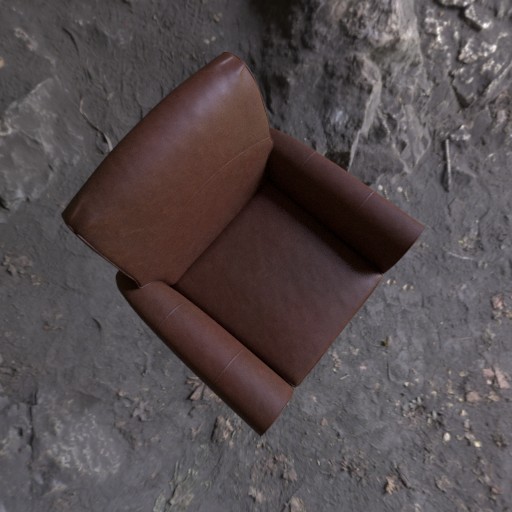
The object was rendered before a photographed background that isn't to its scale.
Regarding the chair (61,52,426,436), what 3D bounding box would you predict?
[{"bbox_3d":[0.000,0.000,1.733,0.902,1.061,0.978,39,79,9],"label":"chair"}]
